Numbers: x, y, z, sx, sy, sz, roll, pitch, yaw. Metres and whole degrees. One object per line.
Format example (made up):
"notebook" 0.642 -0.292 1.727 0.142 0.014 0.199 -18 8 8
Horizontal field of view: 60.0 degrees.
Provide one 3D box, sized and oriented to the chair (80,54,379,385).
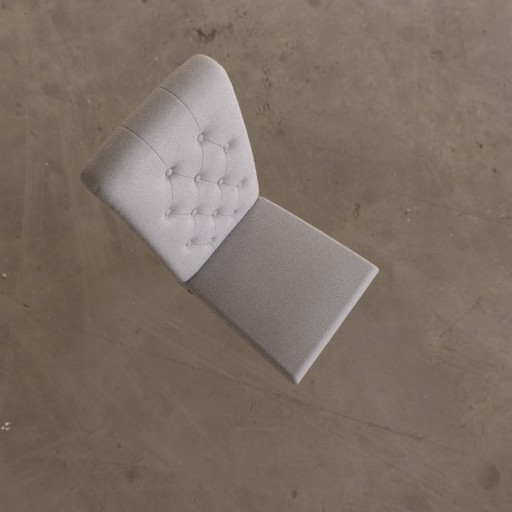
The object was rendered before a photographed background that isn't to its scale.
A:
"chair" 0.000 0.000 1.377 0.671 1.006 0.456 37 77 10
